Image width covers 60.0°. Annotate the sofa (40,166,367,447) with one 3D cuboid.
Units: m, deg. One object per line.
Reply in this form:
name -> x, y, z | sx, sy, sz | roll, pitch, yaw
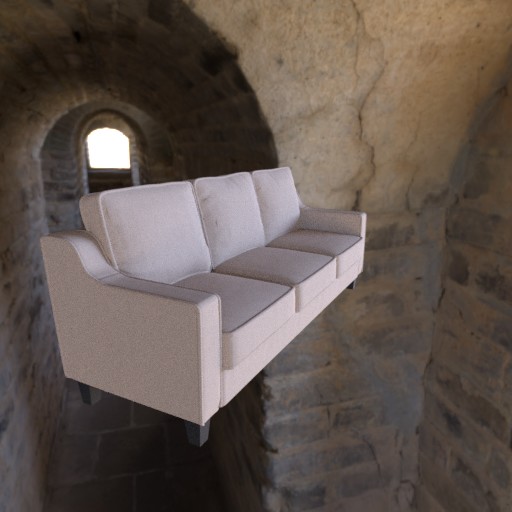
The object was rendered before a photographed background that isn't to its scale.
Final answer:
sofa -> 0.000, 0.000, 2.530 | 0.791, 0.902, 2.131 | 8, 17, 27
